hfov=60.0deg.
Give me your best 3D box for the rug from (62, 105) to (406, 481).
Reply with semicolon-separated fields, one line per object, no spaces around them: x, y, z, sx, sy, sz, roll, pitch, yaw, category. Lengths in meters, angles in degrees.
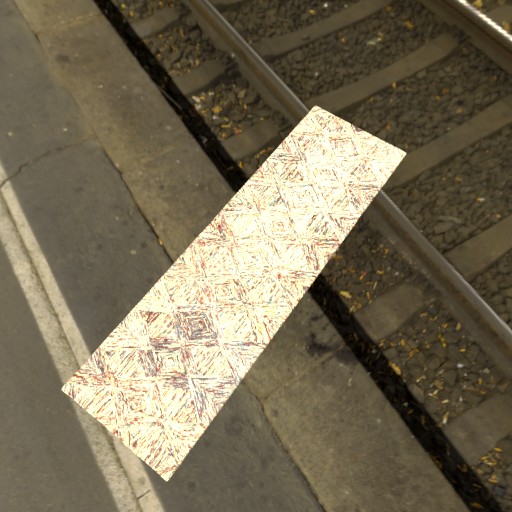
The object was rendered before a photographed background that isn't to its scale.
0.000;0.000;2.480;0.688;0.015;2.292;33;68;15;rug
